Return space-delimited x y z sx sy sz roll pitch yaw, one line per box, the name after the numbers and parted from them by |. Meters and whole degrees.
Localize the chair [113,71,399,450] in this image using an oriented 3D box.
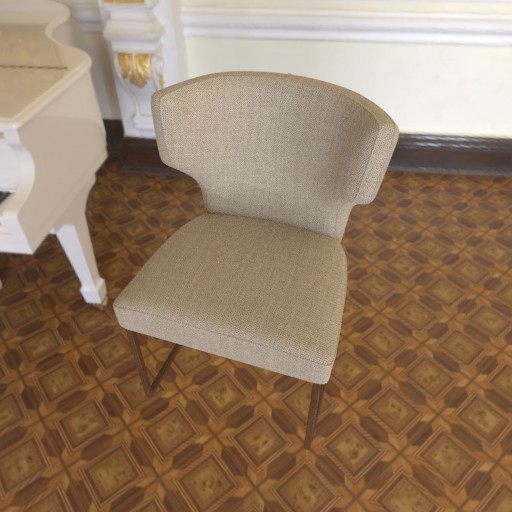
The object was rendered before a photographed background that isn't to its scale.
0.000 0.000 1.241 0.611 0.824 0.617 13 43 14 | chair
